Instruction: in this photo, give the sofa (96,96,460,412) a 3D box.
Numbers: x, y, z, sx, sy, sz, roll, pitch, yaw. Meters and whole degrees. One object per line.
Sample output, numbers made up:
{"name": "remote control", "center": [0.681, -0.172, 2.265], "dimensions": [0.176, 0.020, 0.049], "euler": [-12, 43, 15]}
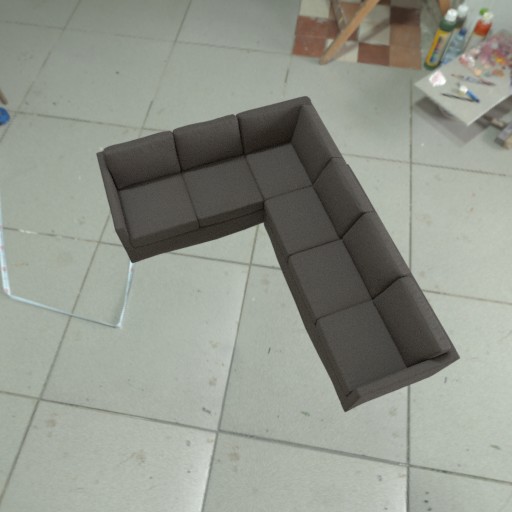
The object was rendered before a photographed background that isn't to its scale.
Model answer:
{"name": "sofa", "center": [0.000, 0.000, 4.339], "dimensions": [2.432, 0.871, 3.182], "euler": [-18, 64, -9]}
